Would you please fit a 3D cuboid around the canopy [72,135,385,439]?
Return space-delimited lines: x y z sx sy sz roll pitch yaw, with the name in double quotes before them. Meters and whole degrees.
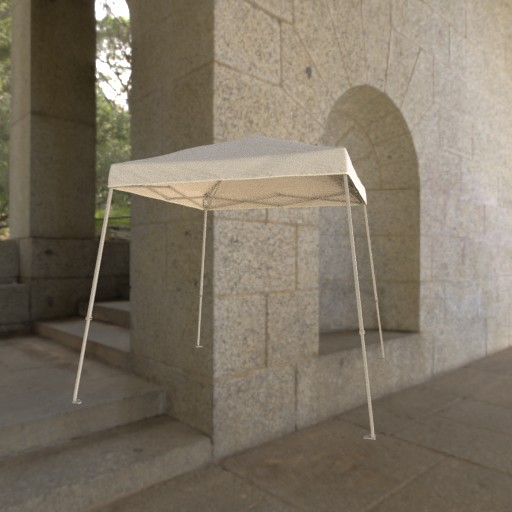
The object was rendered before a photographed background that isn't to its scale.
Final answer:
"canopy" 0.000 0.000 6.605 3.600 3.600 3.599 0 0 18
